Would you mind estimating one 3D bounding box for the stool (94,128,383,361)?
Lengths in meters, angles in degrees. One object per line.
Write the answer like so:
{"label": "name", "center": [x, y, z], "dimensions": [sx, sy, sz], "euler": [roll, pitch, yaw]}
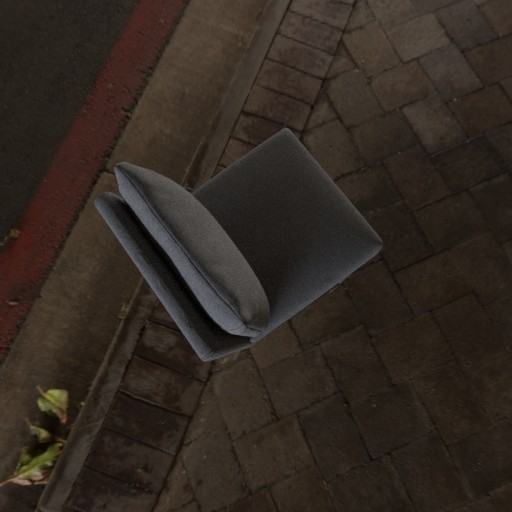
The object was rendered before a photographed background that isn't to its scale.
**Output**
{"label": "stool", "center": [0.000, 0.000, 1.432], "dimensions": [0.569, 1.130, 0.463], "euler": [-36, 79, -8]}
